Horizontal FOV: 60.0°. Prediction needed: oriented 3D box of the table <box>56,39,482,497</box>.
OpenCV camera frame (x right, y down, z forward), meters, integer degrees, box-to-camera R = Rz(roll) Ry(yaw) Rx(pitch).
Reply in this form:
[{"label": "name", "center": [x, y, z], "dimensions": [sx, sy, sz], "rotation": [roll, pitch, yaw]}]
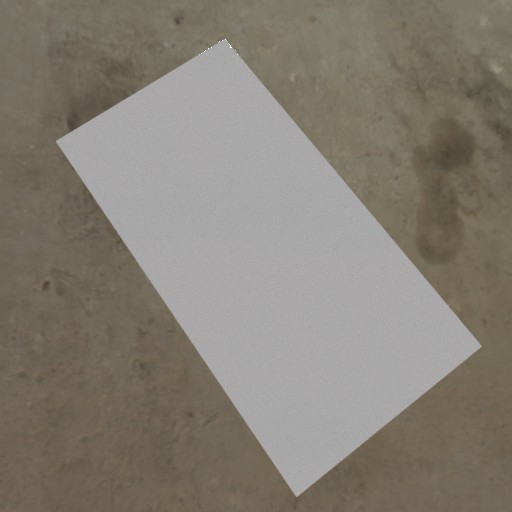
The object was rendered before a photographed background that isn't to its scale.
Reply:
[{"label": "table", "center": [0.000, 0.000, 1.644], "dimensions": [0.700, 0.470, 1.350], "rotation": [-35, 78, -8]}]
